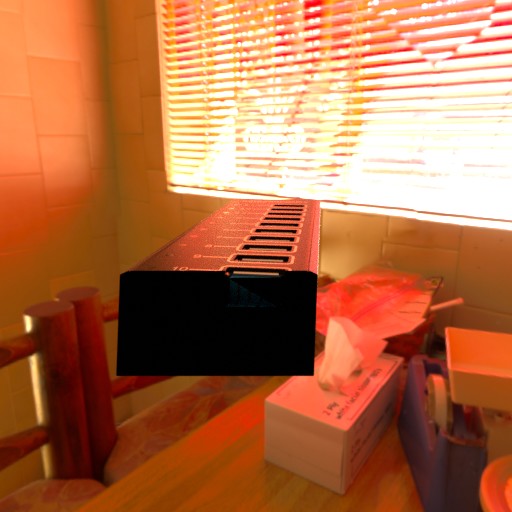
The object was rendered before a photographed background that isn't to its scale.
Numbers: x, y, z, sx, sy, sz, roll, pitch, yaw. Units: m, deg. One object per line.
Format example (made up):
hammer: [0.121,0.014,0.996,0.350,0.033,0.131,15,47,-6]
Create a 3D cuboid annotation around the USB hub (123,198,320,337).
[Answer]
USB hub: [0.000,0.000,0.158,0.044,0.023,0.145,2,15,8]
